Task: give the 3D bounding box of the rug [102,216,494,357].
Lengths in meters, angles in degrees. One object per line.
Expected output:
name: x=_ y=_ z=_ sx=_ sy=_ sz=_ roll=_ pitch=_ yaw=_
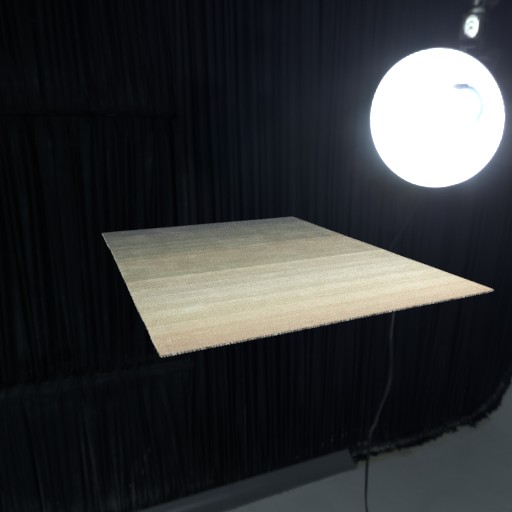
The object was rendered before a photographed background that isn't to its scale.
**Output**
rug: x=0.000 y=0.000 z=3.902 sx=2.315 sy=0.015 sz=2.932 roll=-7 pitch=17 yaw=-23
